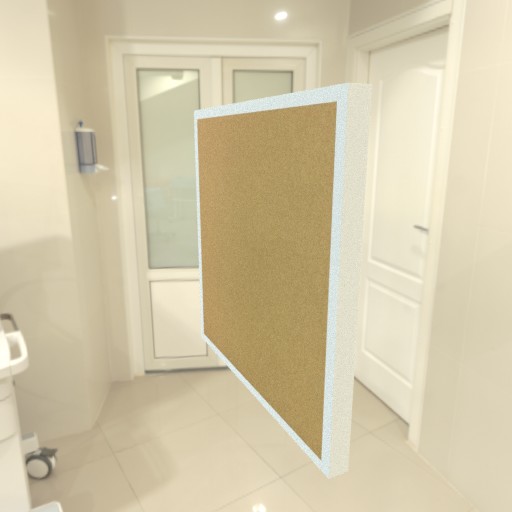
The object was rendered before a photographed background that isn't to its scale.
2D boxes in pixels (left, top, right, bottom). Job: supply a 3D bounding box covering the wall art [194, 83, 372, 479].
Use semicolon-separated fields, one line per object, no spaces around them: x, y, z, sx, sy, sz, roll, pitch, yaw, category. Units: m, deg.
0.000;0.000;0.464;0.020;0.307;0.307;-7;16;-26;wall art
